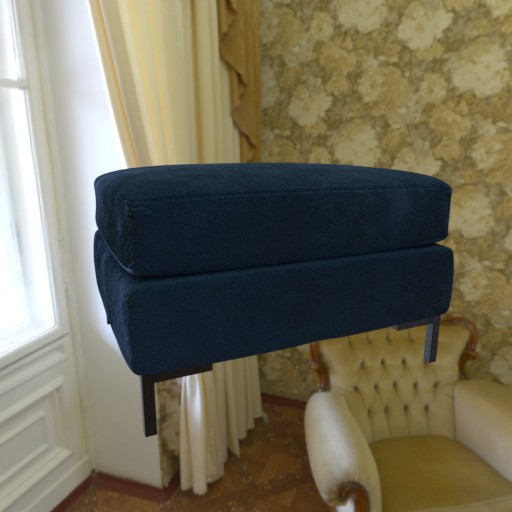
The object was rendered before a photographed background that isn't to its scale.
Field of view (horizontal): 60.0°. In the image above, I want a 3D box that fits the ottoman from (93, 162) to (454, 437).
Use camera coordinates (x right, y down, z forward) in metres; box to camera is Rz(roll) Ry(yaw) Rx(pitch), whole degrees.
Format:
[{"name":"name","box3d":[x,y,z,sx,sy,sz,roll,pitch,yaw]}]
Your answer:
[{"name":"ottoman","box3d":[0.000,0.000,1.193,0.794,0.485,0.655,-6,15,-24]}]
